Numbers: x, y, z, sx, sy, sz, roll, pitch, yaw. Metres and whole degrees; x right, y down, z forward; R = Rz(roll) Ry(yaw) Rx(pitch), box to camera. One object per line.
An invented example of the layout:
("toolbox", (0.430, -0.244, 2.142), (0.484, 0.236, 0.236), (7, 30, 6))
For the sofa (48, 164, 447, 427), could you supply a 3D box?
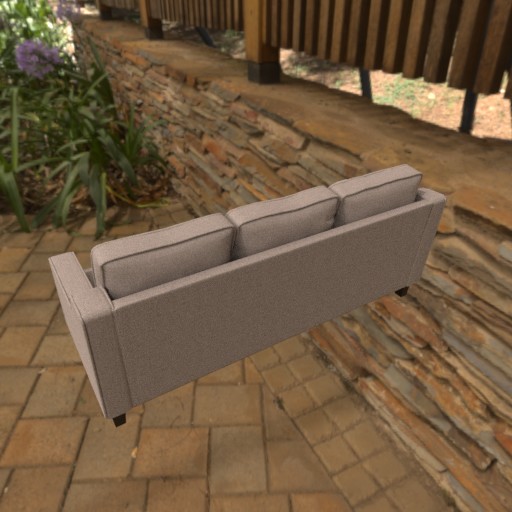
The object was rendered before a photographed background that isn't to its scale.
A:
("sofa", (0.000, 0.000, 2.626), (2.129, 0.950, 0.899), (-18, 36, -27))
